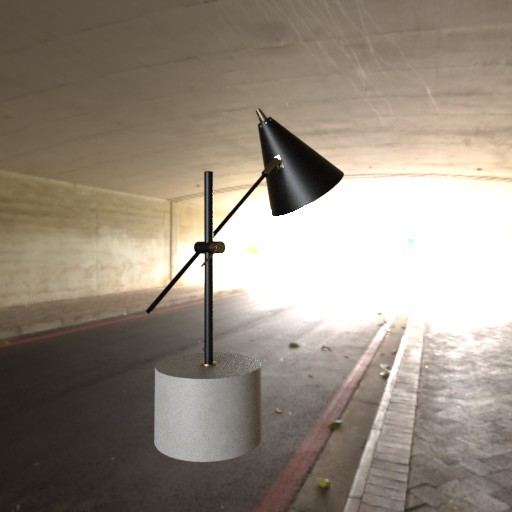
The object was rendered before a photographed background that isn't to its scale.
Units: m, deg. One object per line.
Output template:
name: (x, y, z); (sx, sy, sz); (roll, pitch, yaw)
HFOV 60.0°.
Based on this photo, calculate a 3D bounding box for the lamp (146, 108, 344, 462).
lamp: (0.000, 0.000, 0.721); (0.403, 0.518, 0.214); (0, 1, -36)
